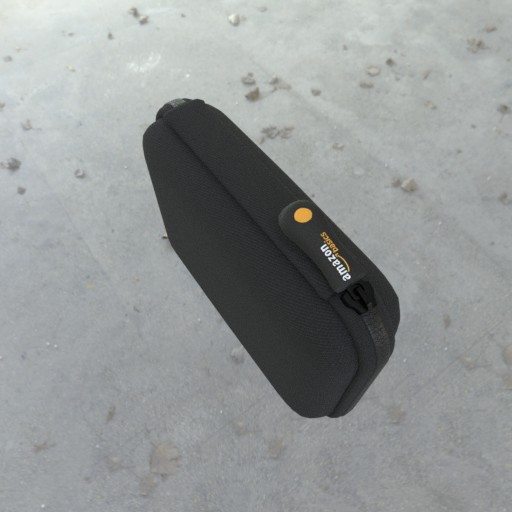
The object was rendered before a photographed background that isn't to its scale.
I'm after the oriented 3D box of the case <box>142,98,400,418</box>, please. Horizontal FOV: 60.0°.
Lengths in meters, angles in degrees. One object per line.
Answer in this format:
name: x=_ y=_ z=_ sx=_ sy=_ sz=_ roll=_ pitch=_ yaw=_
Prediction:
case: x=0.000 y=0.000 z=0.181 sx=0.038 sy=0.105 sz=0.132 roll=-31 pitch=62 yaw=-18
